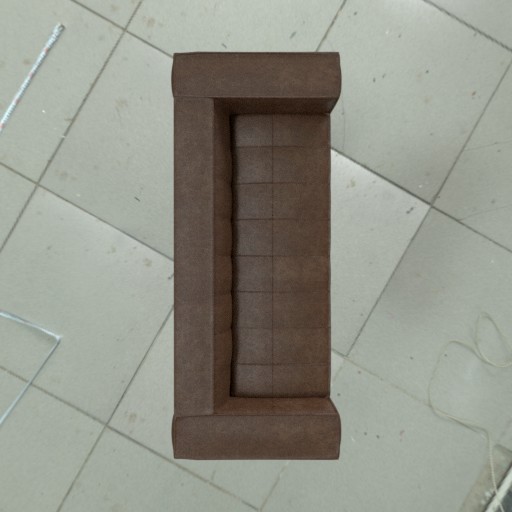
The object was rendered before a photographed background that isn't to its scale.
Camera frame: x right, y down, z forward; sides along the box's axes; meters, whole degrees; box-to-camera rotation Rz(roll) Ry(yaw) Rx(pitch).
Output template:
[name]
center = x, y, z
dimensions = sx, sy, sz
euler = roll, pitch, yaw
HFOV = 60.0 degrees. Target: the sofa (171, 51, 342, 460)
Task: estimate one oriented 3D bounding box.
[sofa]
center = 0.000, 0.000, 3.088
dimensions = 1.102, 0.701, 2.581
euler = 0, 90, -1
